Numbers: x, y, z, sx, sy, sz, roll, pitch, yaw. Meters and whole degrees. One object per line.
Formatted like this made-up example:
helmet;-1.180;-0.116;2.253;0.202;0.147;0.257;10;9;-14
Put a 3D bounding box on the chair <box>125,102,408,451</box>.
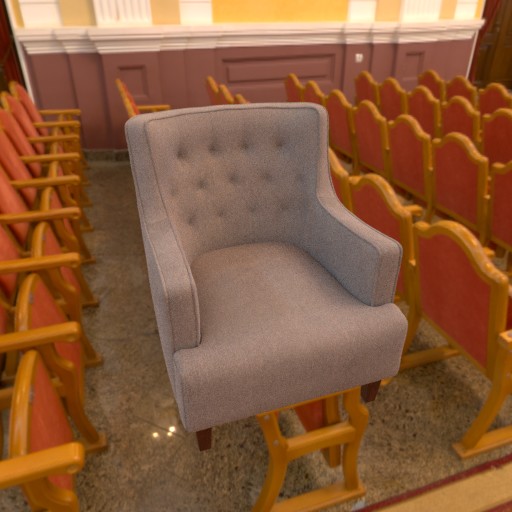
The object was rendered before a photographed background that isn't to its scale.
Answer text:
chair;0.000;0.000;1.624;0.781;0.919;0.910;-10;32;-16
